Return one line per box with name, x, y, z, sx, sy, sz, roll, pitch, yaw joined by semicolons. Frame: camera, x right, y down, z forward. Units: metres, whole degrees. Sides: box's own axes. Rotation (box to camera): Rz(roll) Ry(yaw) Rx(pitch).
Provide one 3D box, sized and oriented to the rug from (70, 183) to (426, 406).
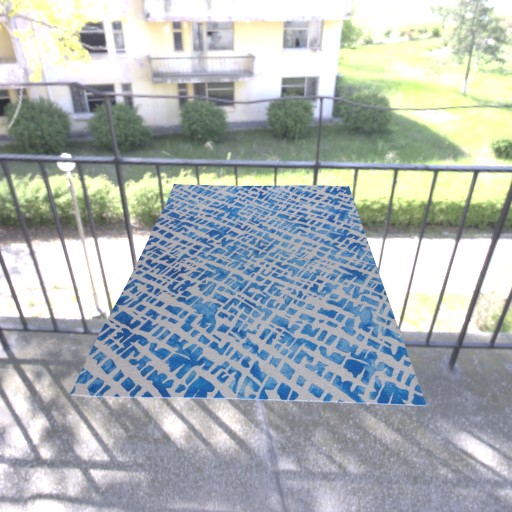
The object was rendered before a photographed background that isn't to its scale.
rug;0.000;0.000;2.274;1.209;0.011;1.830;1;32;2
